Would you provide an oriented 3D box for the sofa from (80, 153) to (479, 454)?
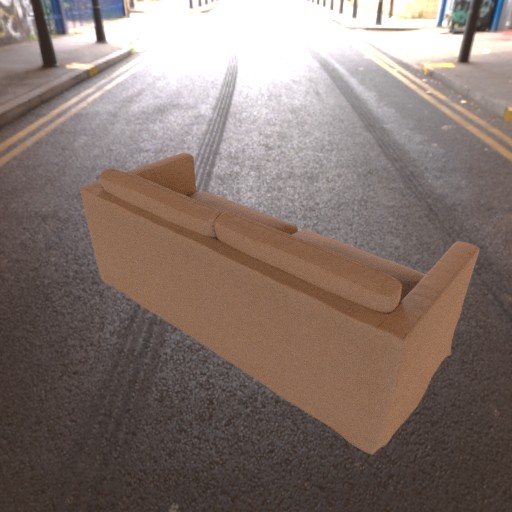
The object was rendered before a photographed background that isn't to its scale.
[{"bbox_3d":[0.000,0.000,2.737,2.296,0.847,0.956,24,39,33],"label":"sofa"}]
